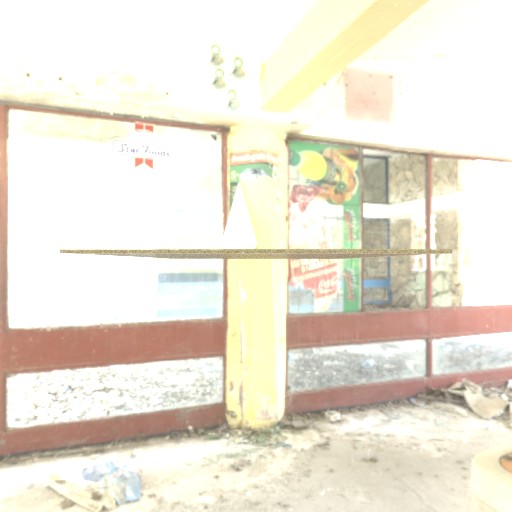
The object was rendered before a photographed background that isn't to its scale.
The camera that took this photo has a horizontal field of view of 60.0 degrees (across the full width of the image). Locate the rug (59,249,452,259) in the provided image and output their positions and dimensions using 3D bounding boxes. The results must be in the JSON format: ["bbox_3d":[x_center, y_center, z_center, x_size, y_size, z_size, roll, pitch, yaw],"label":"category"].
[{"bbox_3d":[0.000,0.000,2.855,1.532,0.018,2.297,0,-1,0],"label":"rug"}]
